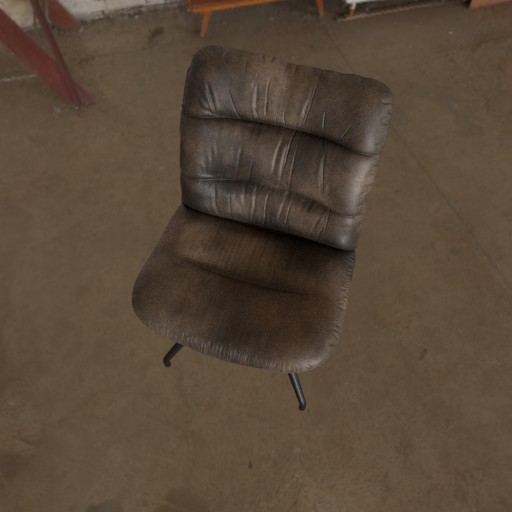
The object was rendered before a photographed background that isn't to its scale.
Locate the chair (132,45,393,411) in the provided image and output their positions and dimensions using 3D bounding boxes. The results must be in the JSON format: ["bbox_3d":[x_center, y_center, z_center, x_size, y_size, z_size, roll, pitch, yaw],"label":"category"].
[{"bbox_3d":[0.000,0.000,1.254,0.549,0.870,0.622,15,59,9],"label":"chair"}]
